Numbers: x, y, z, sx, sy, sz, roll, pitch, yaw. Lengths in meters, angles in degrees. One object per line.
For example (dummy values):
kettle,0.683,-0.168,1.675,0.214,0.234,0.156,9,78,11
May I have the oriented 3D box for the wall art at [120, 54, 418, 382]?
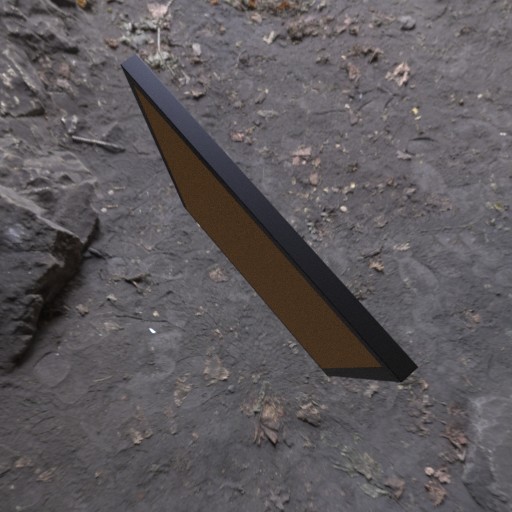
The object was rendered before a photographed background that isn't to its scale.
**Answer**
wall art,0.000,0.000,1.149,0.038,0.765,0.765,-39,79,-9
